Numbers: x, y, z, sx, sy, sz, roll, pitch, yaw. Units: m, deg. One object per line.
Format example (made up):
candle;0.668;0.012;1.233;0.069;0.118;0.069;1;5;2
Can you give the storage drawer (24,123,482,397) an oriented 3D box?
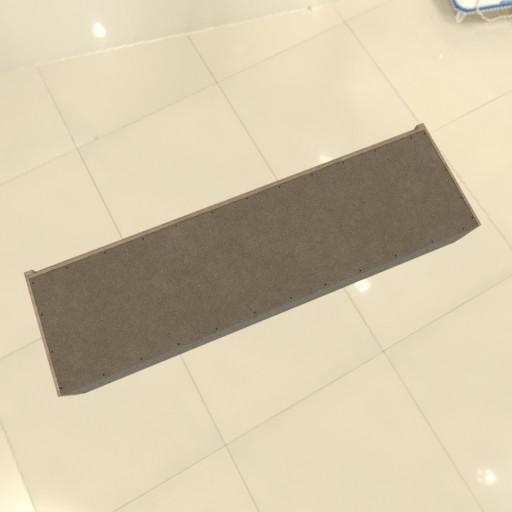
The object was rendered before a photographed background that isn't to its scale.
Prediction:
storage drawer;0.000;0.000;2.206;2.072;0.274;0.591;-21;76;-6
